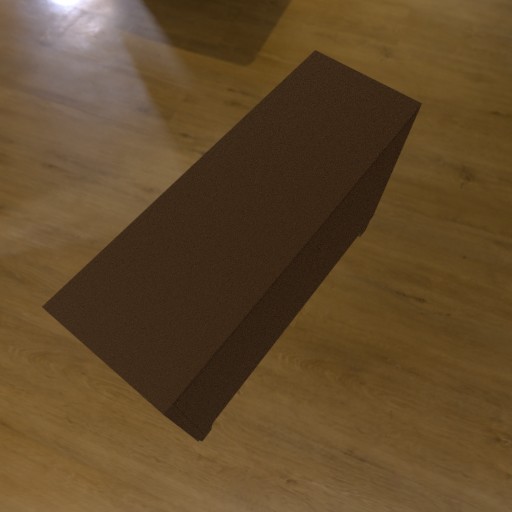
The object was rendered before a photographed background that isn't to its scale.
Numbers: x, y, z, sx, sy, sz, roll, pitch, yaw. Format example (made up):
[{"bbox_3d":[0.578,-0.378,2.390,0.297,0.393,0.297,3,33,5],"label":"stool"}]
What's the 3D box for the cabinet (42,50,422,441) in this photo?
[{"bbox_3d":[0.000,0.000,1.871,0.482,0.914,1.396,35,68,16],"label":"cabinet"}]
